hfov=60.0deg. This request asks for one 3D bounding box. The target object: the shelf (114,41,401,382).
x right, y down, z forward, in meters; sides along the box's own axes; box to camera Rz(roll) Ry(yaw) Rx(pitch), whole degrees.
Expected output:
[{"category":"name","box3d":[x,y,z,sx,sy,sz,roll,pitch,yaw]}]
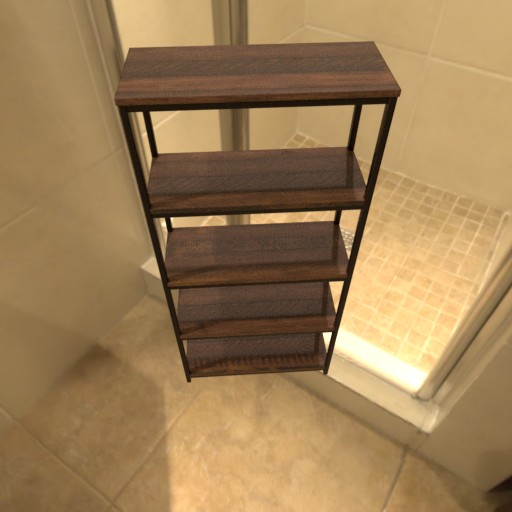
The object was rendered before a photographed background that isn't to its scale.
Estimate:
[{"category":"shelf","box3d":[0.000,0.000,2.154,0.874,1.860,0.359,-3,48,-2]}]
